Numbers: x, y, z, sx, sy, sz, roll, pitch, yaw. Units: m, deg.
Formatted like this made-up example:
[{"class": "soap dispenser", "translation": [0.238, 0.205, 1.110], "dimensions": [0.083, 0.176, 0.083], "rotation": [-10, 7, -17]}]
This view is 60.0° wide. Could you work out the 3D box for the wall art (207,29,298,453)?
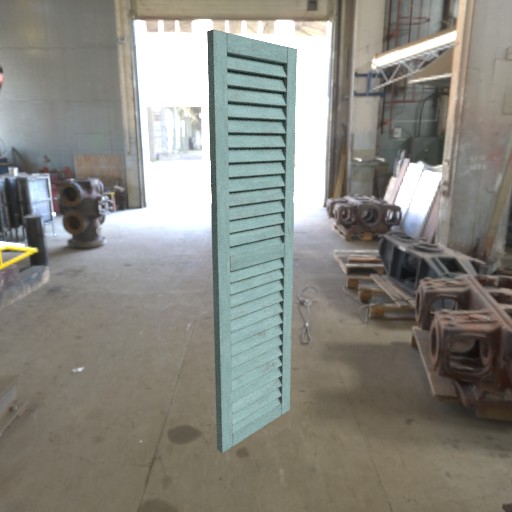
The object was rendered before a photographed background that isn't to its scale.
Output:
[{"class": "wall art", "translation": [0.000, 0.000, 1.366], "dimensions": [0.025, 1.219, 0.329], "rotation": [14, 20, 43]}]
